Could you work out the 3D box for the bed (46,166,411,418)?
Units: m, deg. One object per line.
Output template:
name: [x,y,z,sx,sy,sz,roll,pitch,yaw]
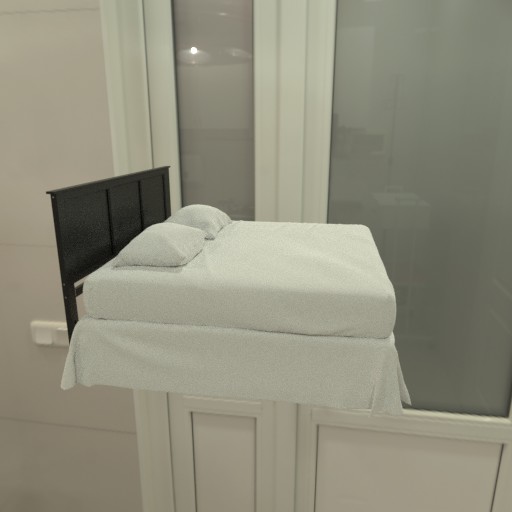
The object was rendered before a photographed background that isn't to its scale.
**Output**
bed: [0.000,0.000,3.614,2.219,1.271,2.315,3,16,9]
